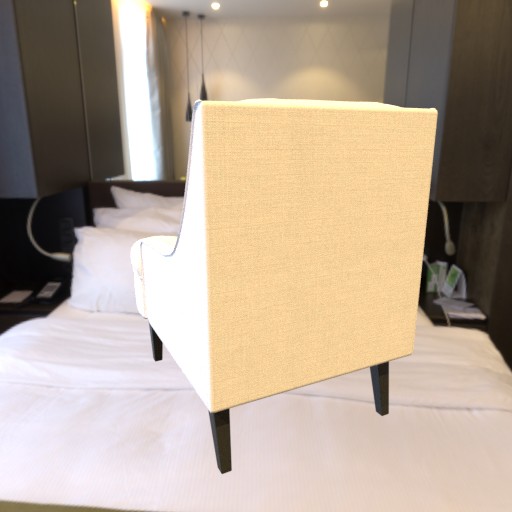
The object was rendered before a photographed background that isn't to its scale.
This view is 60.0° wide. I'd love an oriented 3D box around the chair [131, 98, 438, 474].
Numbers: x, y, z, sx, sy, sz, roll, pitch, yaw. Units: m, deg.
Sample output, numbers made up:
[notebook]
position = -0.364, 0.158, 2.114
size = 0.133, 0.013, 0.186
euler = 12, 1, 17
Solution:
[chair]
position = 0.000, 0.000, 1.407
size = 0.658, 0.891, 0.772
euler = -8, 17, -26
